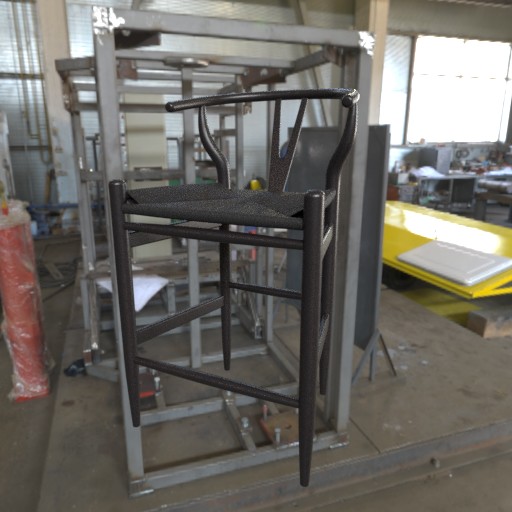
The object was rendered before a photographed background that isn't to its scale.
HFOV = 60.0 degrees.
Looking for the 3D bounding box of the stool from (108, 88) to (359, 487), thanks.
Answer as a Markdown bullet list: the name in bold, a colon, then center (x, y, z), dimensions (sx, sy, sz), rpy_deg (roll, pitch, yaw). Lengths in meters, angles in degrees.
- **stool**: center (0.000, 0.000, 1.309), dimensions (0.569, 0.970, 0.579), rpy_deg (7, 17, 25)
